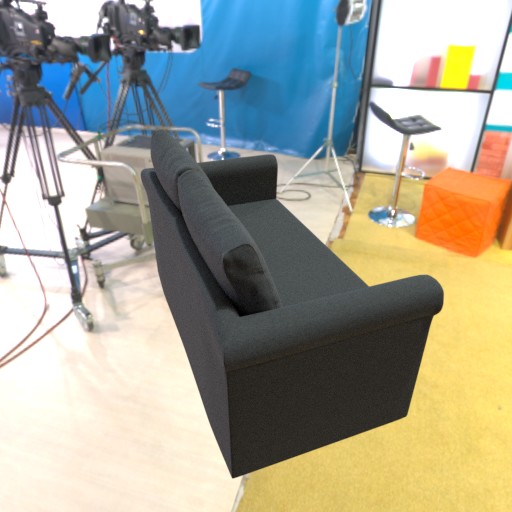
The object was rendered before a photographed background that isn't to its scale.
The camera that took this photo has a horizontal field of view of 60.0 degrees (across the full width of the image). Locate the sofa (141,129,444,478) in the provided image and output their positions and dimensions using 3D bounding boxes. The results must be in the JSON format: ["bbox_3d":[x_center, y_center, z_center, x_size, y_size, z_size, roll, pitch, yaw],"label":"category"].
[{"bbox_3d":[0.000,0.000,1.949,0.741,0.872,1.460,-11,33,-18],"label":"sofa"}]
